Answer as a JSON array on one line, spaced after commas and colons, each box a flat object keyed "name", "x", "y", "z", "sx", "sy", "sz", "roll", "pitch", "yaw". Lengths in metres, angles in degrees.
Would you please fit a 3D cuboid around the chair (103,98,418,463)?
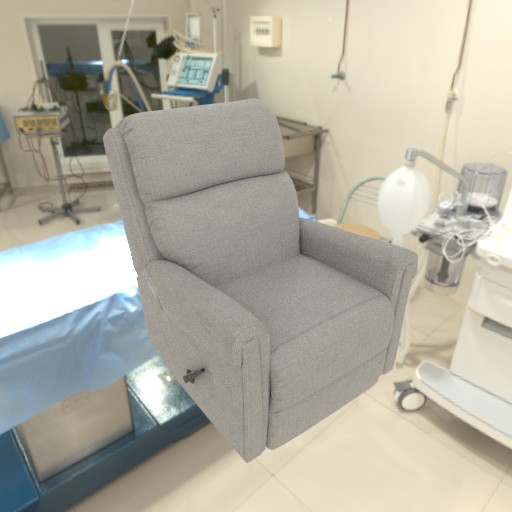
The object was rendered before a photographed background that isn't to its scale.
[{"name": "chair", "x": 0.000, "y": 0.000, "z": 1.757, "sx": 0.838, "sy": 1.054, "sz": 1.014, "roll": -19, "pitch": 34, "yaw": -32}]
